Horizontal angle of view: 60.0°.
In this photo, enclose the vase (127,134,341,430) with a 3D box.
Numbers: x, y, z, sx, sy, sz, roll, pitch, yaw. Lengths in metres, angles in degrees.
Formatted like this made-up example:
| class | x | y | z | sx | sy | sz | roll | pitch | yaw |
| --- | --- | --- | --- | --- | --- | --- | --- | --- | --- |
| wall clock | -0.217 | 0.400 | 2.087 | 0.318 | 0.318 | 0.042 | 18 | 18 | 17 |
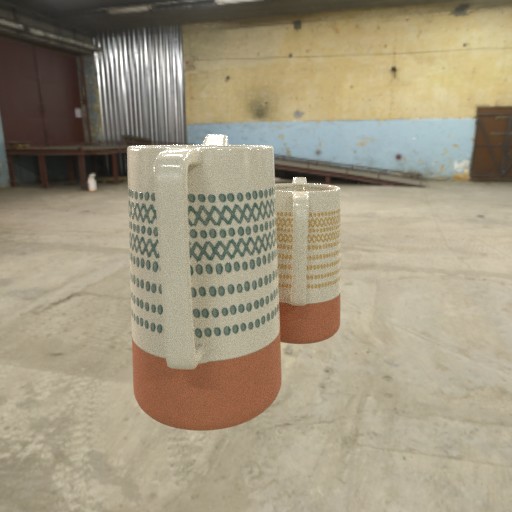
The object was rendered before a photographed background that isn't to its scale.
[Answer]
| class | x | y | z | sx | sy | sz | roll | pitch | yaw |
| --- | --- | --- | --- | --- | --- | --- | --- | --- | --- |
| vase | 0.000 | 0.000 | 0.467 | 0.168 | 0.247 | 0.326 | 14 | 21 | 43 |
